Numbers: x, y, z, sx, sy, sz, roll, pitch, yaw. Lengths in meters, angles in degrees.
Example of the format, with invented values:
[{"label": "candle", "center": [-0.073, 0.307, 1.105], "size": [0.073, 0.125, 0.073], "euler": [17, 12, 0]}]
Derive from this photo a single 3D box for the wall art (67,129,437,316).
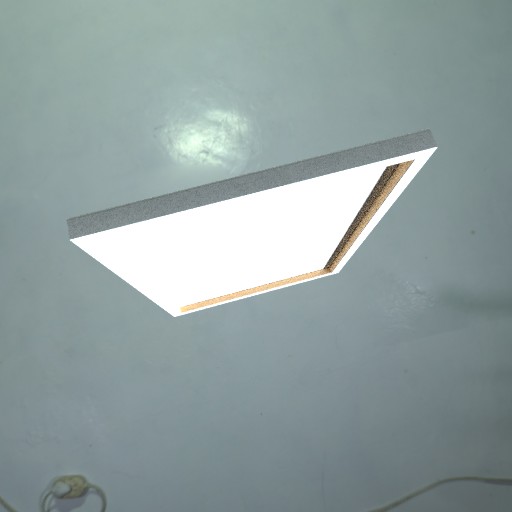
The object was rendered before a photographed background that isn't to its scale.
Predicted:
[{"label": "wall art", "center": [0.000, 0.000, 1.151], "size": [0.607, 0.912, 0.038], "euler": [-15, 75, -4]}]
